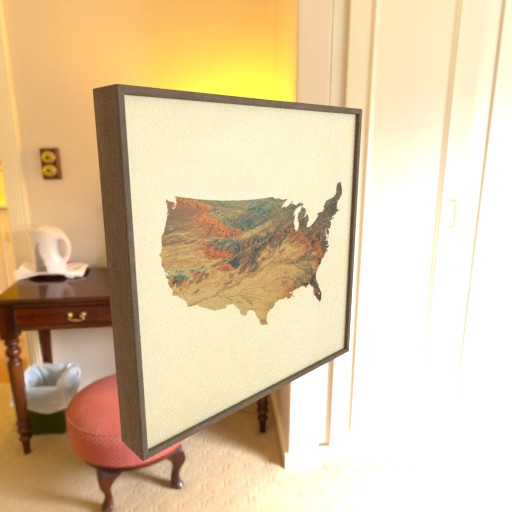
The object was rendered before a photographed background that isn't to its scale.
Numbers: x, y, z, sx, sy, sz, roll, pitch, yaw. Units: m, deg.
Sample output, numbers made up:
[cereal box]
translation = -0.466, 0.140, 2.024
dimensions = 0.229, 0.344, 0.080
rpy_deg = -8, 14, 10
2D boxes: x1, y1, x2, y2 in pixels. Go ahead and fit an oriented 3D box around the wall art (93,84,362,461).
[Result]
[wall art]
translation = 0.000, 0.000, 0.455
dimensions = 0.303, 0.302, 0.038
rpy_deg = -13, 19, -42
